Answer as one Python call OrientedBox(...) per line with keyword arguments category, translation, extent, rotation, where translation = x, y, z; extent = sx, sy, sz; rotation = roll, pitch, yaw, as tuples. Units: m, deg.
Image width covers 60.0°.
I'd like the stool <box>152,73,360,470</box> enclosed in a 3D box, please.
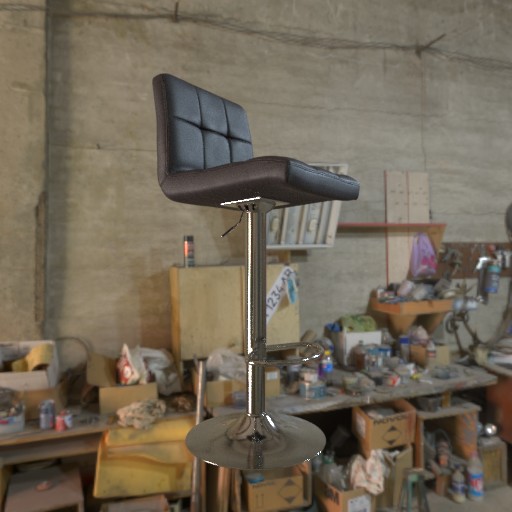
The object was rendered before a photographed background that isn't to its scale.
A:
OrientedBox(category="stool", translation=(0.000, 0.000, 1.355), extent=(0.505, 1.115, 0.430), rotation=(0, 0, 37))
